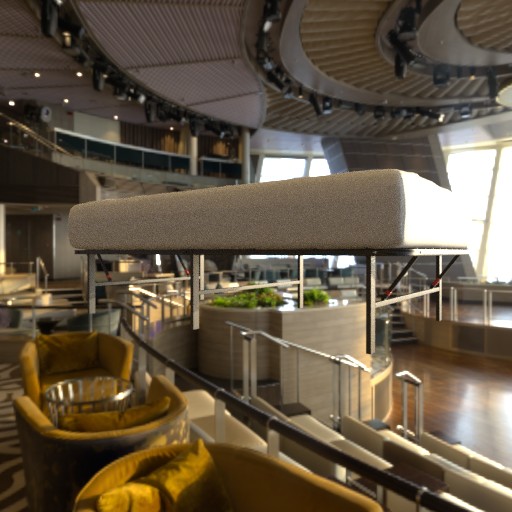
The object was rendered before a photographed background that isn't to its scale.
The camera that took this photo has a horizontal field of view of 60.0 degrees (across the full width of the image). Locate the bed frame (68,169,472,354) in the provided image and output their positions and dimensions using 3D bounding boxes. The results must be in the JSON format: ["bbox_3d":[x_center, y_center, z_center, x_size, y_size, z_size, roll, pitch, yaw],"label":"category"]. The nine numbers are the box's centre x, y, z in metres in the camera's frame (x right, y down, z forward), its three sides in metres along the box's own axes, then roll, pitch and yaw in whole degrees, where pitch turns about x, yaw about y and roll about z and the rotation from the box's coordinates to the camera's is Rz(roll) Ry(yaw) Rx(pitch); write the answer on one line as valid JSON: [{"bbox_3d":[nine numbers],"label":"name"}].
[{"bbox_3d":[0.000,0.000,2.330,1.908,0.640,1.025,0,1,36],"label":"bed frame"}]
